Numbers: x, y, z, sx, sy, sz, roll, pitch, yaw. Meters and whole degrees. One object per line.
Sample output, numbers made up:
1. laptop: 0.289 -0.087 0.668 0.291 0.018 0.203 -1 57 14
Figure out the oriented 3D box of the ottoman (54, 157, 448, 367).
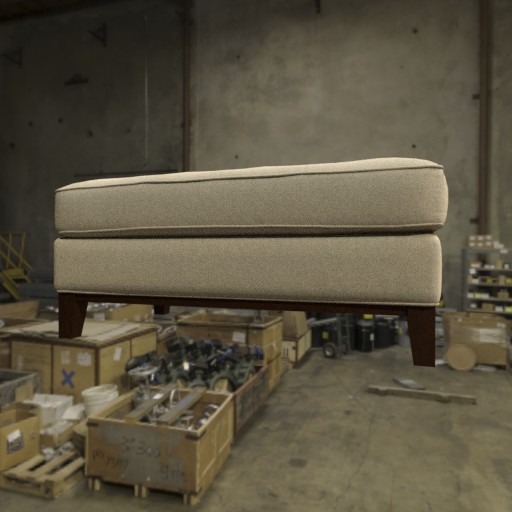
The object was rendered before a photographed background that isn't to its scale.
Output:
1. ottoman: 0.000 0.000 1.484 1.143 0.508 0.648 0 1 19
